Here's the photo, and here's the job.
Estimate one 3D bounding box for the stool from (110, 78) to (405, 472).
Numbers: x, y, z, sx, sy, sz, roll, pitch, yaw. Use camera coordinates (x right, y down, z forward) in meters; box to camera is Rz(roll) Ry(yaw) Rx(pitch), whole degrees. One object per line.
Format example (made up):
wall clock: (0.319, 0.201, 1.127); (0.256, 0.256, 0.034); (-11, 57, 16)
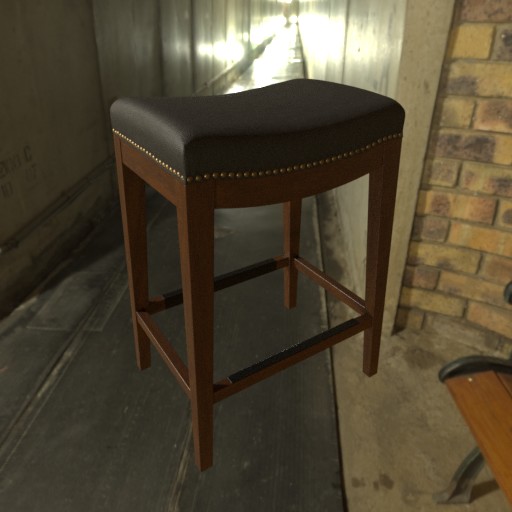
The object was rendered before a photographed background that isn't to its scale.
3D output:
stool: (0.000, 0.000, 0.949); (0.490, 0.664, 0.353); (-18, 35, -28)
